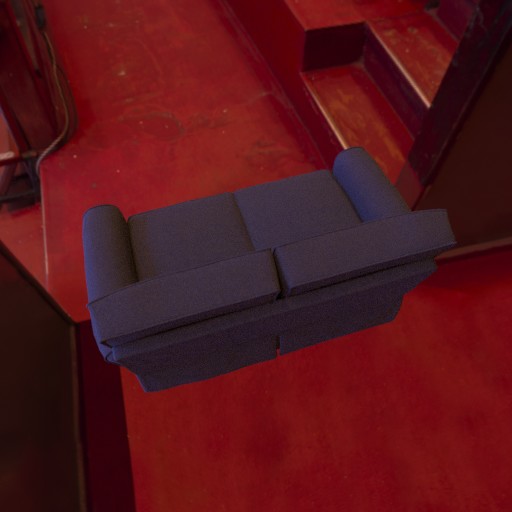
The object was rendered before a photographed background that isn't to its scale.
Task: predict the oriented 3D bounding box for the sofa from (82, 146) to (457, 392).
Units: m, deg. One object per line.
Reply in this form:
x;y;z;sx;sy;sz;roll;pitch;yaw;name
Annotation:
0.000;0.000;2.487;1.801;1.059;0.997;-15;59;-9;sofa
